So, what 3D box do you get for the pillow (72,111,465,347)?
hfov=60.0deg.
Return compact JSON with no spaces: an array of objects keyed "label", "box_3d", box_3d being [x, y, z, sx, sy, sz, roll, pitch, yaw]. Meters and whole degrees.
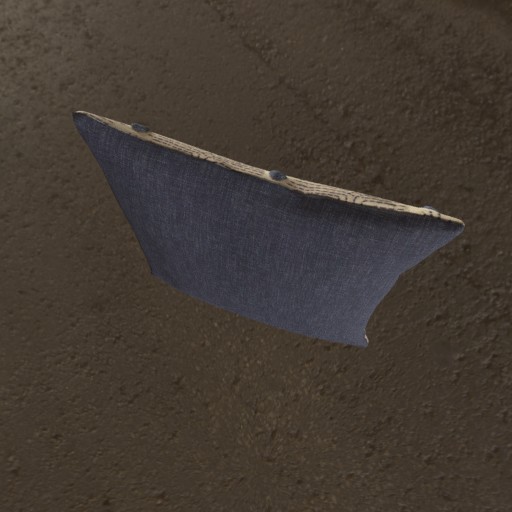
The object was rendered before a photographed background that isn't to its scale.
[{"label":"pillow","box_3d":[0.000,0.000,0.763,0.510,0.510,0.145,18,65,9]}]
